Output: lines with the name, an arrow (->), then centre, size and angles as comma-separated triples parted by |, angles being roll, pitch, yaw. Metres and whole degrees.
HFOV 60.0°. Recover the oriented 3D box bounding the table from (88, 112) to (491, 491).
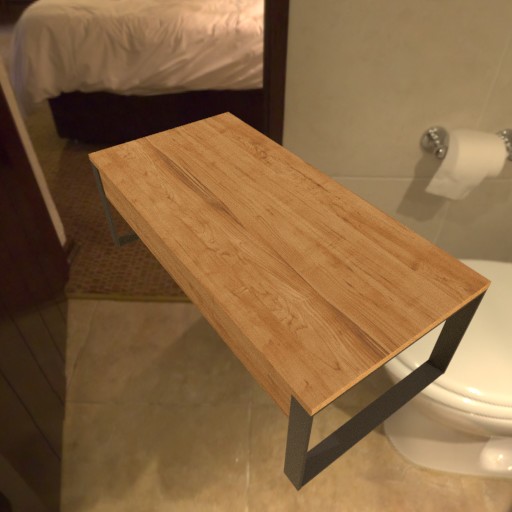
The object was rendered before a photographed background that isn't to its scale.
table -> 0.000, 0.000, 1.449 | 0.590, 0.400, 1.180 | -26, 48, -26
